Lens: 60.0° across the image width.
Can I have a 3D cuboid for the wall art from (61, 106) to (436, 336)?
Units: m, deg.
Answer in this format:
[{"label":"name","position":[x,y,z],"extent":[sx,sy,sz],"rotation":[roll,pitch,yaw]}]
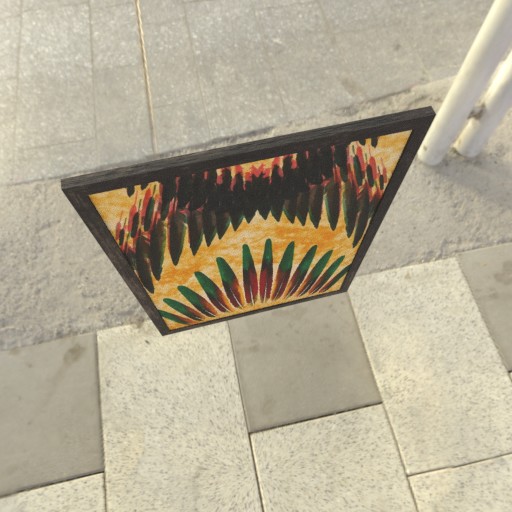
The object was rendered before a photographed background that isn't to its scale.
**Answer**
[{"label":"wall art","position":[0.000,0.000,1.417],"extent":[0.812,1.066,0.029],"rotation":[-13,65,-6]}]
